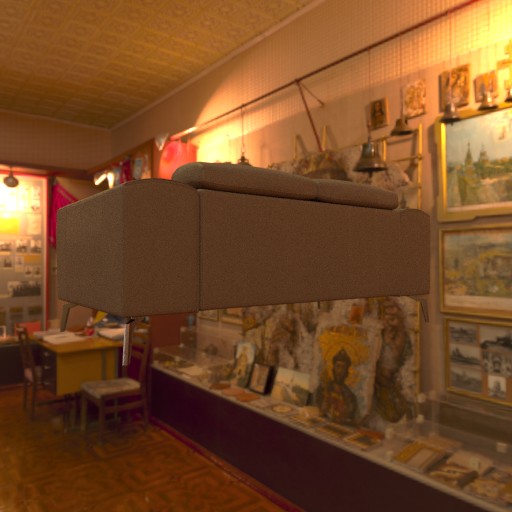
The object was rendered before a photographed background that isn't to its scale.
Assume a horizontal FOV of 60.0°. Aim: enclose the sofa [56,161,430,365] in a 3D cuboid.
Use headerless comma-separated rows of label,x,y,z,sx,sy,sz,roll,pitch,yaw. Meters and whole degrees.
sofa,0.000,0.000,2.468,1.895,0.779,1.003,1,-1,-37
